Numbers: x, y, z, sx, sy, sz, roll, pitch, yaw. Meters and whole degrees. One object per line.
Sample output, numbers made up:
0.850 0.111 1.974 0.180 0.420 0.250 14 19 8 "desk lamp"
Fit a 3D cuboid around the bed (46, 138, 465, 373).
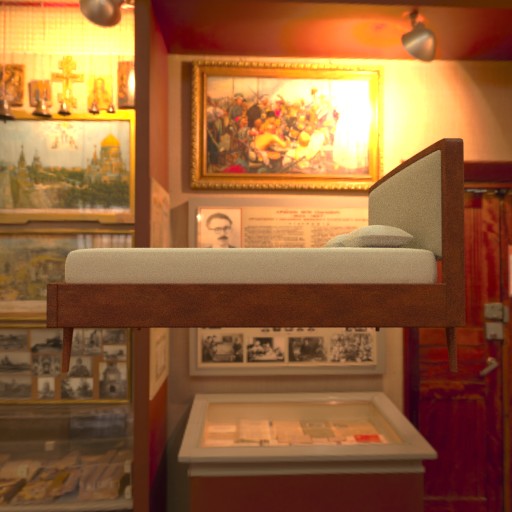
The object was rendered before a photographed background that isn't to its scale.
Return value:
0.000 0.000 3.121 2.196 1.275 1.587 0 -1 0 "bed"
